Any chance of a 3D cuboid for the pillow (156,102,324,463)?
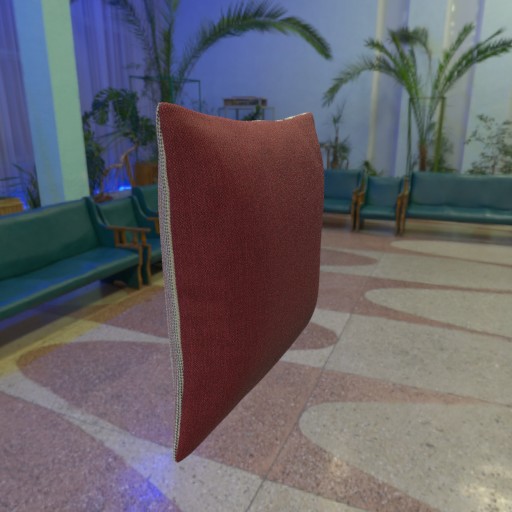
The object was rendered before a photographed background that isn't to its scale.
[{"bbox_3d":[0.000,0.000,0.789,0.166,0.497,0.513,8,18,25],"label":"pillow"}]
